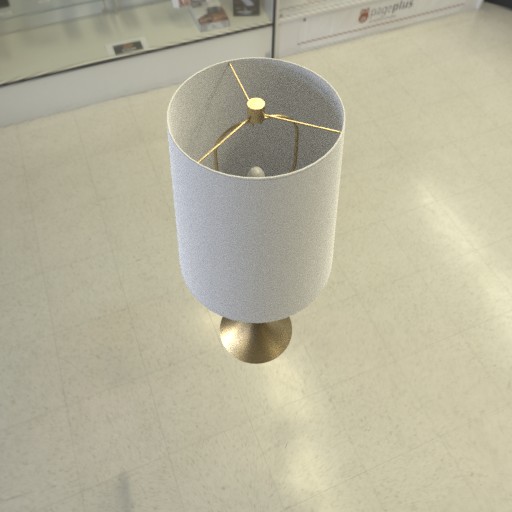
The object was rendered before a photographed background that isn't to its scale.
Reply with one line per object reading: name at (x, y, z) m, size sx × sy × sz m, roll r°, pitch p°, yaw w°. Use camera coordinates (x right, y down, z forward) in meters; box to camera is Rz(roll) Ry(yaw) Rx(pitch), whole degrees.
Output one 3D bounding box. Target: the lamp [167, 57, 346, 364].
lamp at (0.000, 0.000, 0.681) m, size 0.231 × 0.569 × 0.231 m, roll 0°, pitch 58°, yaw 0°
